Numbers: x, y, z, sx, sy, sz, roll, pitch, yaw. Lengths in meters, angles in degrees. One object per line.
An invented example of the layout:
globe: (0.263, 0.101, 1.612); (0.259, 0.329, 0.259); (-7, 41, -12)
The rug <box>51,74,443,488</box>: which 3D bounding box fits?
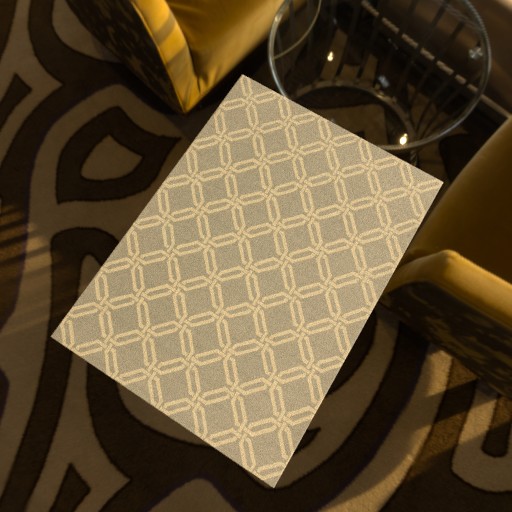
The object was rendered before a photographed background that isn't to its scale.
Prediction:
rug: (0.000, 0.000, 4.348); (2.438, 0.013, 3.353); (31, 77, 8)
